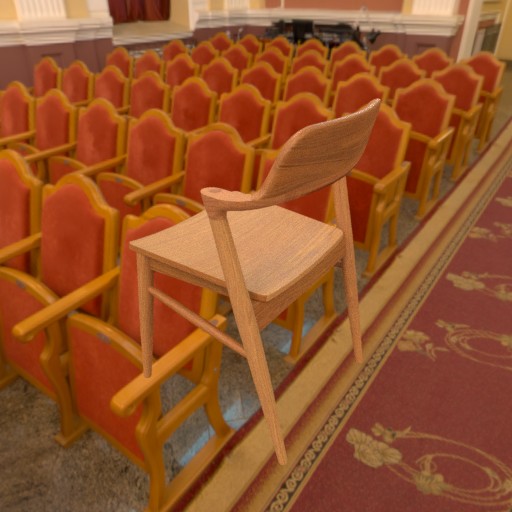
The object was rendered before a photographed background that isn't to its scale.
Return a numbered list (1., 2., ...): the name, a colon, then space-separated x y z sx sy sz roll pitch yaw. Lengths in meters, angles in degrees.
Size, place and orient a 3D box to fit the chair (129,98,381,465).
1. chair: 0.000 0.000 1.145 0.499 0.792 0.512 21 36 31
